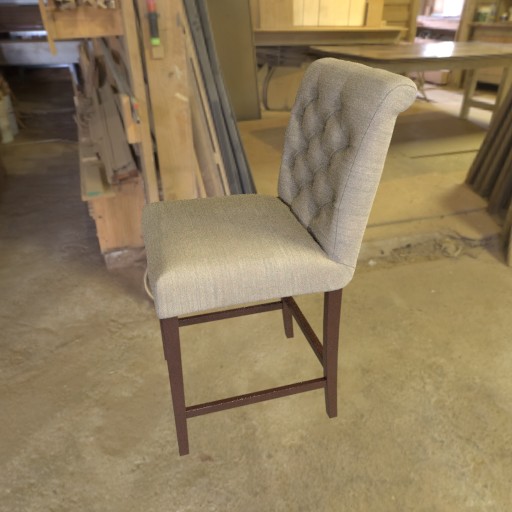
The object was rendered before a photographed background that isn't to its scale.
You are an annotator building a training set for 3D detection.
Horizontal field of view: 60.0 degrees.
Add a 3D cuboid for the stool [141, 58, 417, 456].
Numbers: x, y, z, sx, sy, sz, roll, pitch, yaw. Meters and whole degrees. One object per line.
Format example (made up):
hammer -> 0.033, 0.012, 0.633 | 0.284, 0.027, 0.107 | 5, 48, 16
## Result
stool -> 0.000, 0.000, 1.377 | 0.660, 1.084, 0.486 | -8, 31, -14
